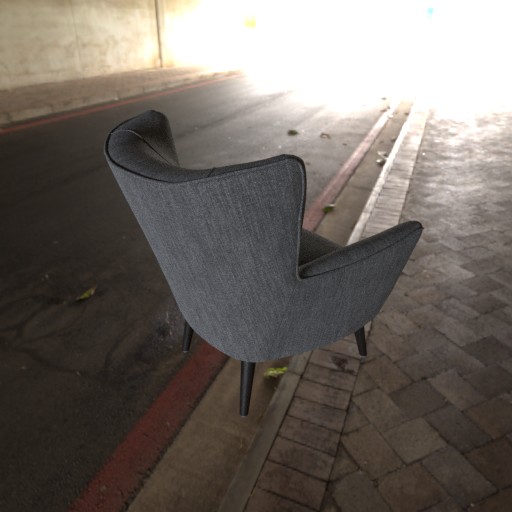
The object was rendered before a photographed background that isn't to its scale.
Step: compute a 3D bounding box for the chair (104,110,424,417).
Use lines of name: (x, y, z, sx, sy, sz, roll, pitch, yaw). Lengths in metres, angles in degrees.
chair: (0.000, 0.000, 1.574, 0.888, 0.933, 0.781, -19, 33, -32)
